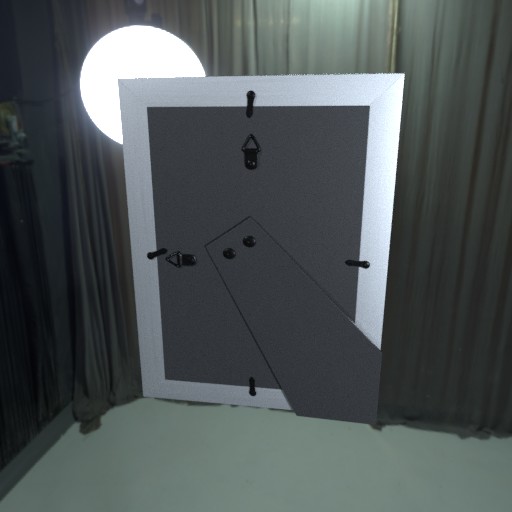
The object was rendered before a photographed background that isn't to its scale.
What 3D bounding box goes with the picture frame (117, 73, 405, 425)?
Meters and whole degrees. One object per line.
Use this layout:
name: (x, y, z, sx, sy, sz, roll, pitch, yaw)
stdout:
picture frame: (0.000, 0.000, 0.275, 0.157, 0.208, 0.028, 2, 17, 8)
